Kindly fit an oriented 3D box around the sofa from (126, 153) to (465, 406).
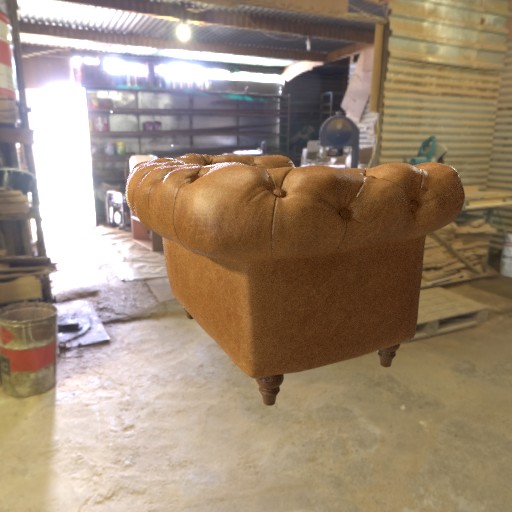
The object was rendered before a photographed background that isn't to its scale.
[{"bbox_3d":[0.000,0.000,2.007,1.033,0.878,1.405,-7,16,-26],"label":"sofa"}]
